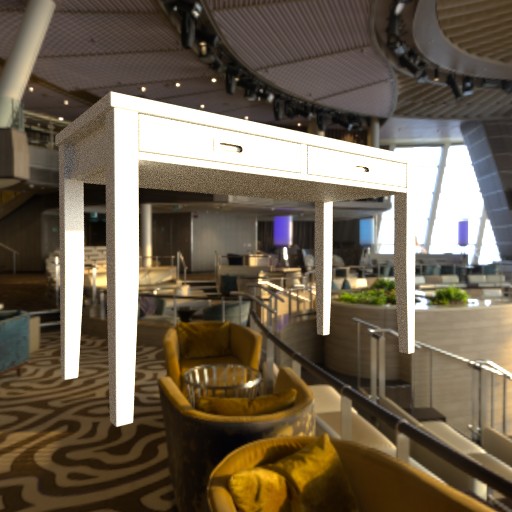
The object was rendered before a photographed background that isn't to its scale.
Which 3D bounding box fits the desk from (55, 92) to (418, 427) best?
[{"bbox_3d":[0.000,0.000,1.585,1.220,0.775,0.508,-1,2,-37],"label":"desk"}]
